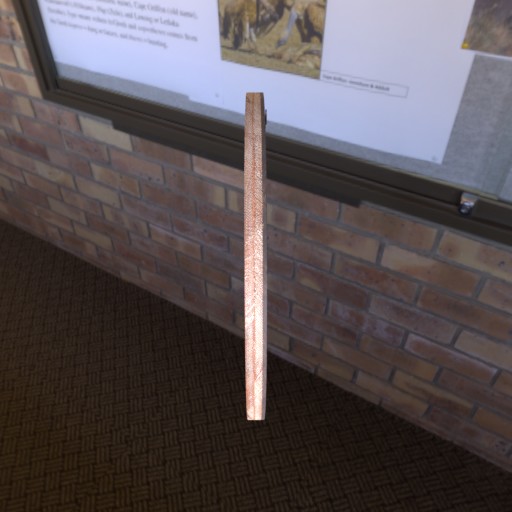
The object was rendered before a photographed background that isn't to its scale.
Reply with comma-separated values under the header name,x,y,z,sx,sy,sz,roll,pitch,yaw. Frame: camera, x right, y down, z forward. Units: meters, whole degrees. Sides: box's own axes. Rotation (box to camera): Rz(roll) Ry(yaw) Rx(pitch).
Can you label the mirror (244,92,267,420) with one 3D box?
name,x,y,z,sx,sy,sz,roll,pitch,yaw
mirror,0.000,0.000,1.026,0.038,0.710,0.710,0,41,0
